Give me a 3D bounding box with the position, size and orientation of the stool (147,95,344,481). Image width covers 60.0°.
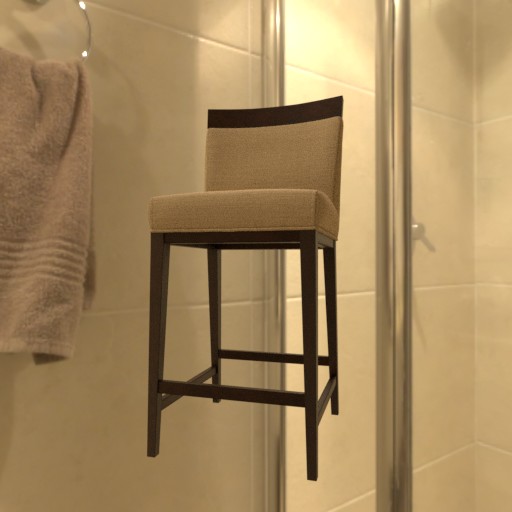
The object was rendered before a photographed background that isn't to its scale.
[{"bbox_3d":[0.000,0.000,1.415,0.511,1.117,0.531,0,0,17],"label":"stool"}]
